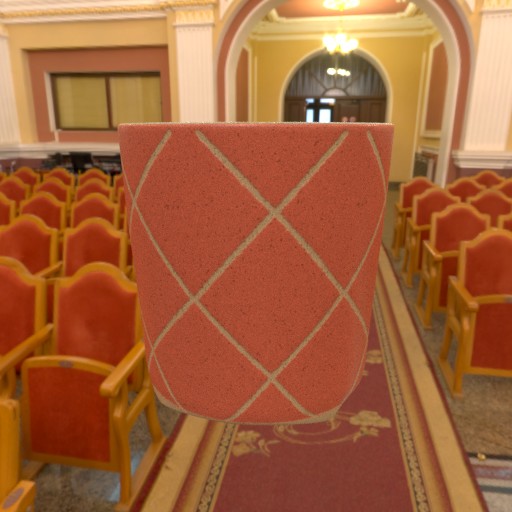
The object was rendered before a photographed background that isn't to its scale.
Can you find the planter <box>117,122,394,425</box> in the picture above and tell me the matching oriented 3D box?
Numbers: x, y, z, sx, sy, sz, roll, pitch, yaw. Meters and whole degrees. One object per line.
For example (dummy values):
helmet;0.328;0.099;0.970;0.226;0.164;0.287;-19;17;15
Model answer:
planter;0.000;0.000;0.411;0.227;0.235;0.227;0;16;0
